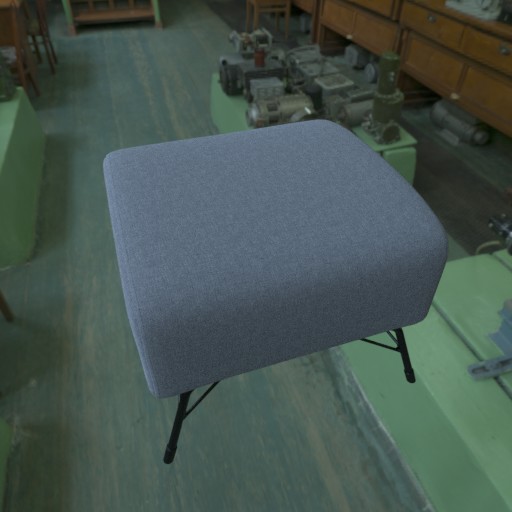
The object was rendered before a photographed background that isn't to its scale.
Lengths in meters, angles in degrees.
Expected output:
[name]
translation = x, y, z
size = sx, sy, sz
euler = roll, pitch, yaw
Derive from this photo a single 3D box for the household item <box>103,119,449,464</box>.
[household item]
translation = 0.000, 0.000, 0.914
size = 0.530, 0.410, 0.530
euler = -13, 43, -14
